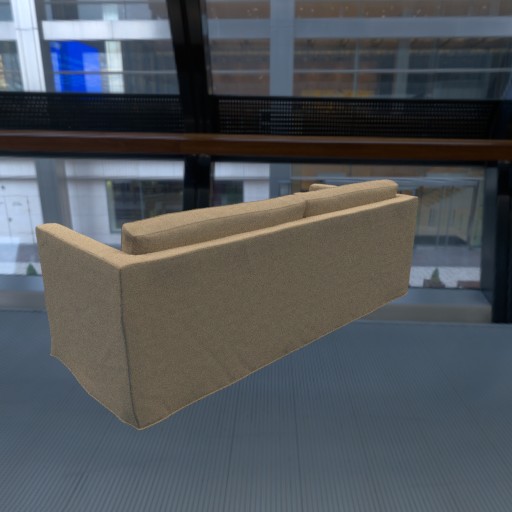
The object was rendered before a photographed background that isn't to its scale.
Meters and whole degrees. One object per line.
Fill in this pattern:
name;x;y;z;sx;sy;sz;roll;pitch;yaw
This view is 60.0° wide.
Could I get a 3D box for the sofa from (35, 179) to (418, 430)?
sofa;0.000;0.000;2.776;2.312;0.853;0.962;-16;23;-41
